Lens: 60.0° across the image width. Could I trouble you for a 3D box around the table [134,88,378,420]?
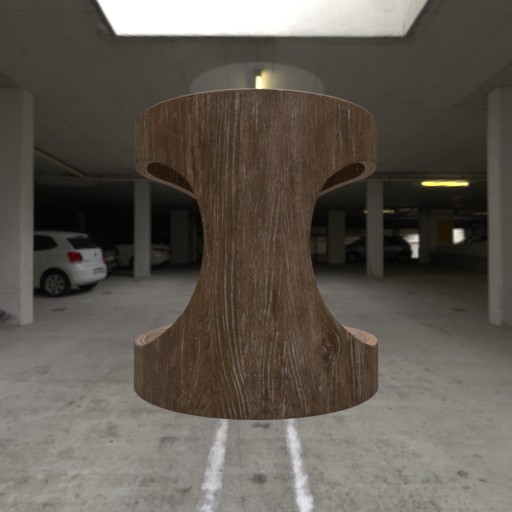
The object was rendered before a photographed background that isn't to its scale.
[{"bbox_3d":[0.000,0.000,0.996,0.527,0.551,0.527,0,-1,0],"label":"table"}]
